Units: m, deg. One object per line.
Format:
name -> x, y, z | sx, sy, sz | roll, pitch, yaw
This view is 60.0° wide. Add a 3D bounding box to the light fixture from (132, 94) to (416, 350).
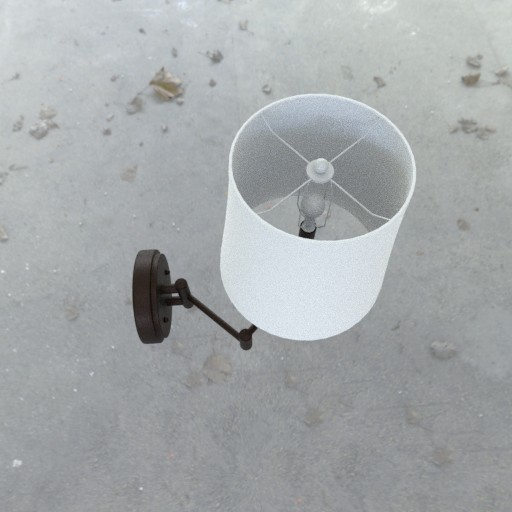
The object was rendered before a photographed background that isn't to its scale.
light fixture -> 0.000, 0.000, 0.264 | 0.157, 0.172, 0.100 | -3, 63, -2
